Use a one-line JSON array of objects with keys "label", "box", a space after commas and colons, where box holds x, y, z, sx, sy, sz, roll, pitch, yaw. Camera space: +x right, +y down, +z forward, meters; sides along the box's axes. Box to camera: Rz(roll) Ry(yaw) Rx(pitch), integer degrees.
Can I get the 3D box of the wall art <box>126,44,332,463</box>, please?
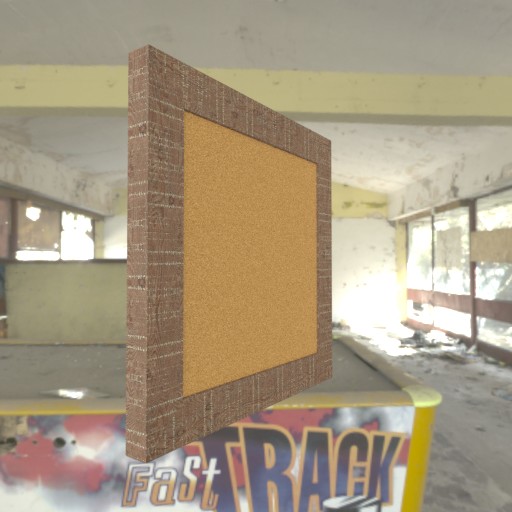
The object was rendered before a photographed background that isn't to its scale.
[{"label": "wall art", "box": [0.000, 0.000, 0.788, 0.040, 0.531, 0.531, -1, -2, 35]}]
